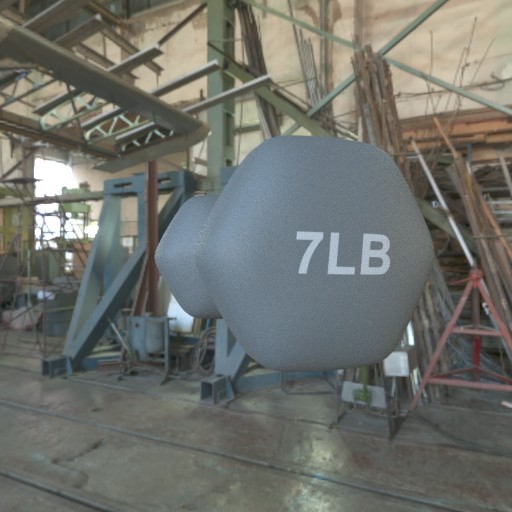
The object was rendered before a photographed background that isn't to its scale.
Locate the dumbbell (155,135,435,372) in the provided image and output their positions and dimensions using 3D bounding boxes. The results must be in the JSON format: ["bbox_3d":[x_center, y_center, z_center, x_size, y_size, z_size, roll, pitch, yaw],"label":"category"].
[{"bbox_3d":[0.000,0.000,0.228,0.090,0.081,0.184,0,-1,-18],"label":"dumbbell"}]
